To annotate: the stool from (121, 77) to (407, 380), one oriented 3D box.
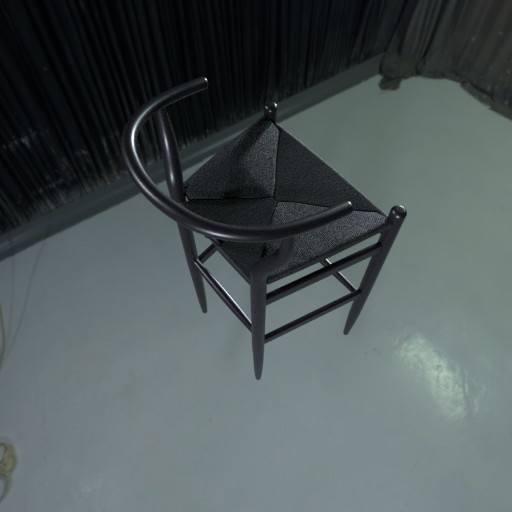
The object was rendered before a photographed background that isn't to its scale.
[{"bbox_3d":[0.000,0.000,1.414,0.579,1.072,0.569,-34,64,-19],"label":"stool"}]
